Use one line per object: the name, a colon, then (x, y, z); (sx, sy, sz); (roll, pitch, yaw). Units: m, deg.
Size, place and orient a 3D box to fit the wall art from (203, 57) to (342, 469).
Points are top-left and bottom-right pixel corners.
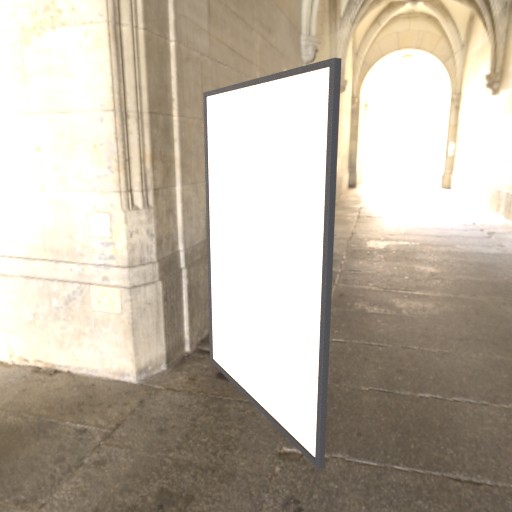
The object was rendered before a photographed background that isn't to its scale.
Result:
wall art: (0.000, 0.000, 0.880); (0.013, 0.657, 0.457); (-8, 16, -29)
